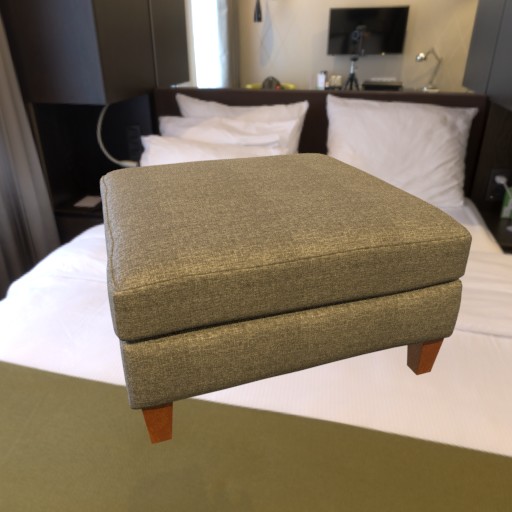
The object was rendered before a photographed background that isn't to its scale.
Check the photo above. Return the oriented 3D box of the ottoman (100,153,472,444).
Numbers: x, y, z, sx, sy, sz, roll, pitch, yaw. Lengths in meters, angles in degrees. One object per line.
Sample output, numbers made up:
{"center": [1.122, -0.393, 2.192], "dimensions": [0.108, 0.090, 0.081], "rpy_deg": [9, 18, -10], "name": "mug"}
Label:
{"center": [0.000, 0.000, 1.334], "dimensions": [0.838, 0.481, 0.838], "rpy_deg": [-8, 27, -17], "name": "ottoman"}
